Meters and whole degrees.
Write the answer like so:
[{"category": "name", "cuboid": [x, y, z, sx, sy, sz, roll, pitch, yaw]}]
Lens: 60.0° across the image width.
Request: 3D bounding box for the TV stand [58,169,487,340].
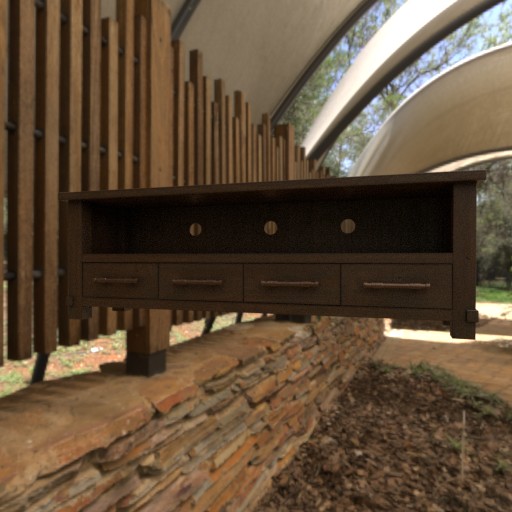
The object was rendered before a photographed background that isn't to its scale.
[{"category": "TV stand", "cuboid": [0.000, 0.000, 2.074, 1.866, 0.615, 0.471, 0, 0, 18]}]
